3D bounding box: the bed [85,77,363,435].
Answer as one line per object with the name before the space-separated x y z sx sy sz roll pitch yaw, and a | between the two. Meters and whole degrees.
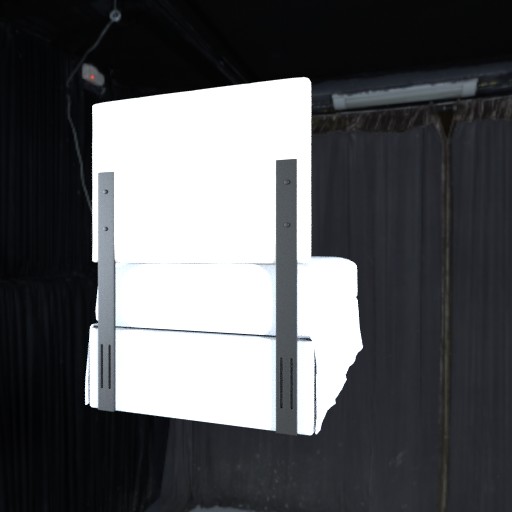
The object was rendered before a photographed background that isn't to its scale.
bed | 0.000 0.000 3.029 1.261 1.571 1.997 0 0 18
